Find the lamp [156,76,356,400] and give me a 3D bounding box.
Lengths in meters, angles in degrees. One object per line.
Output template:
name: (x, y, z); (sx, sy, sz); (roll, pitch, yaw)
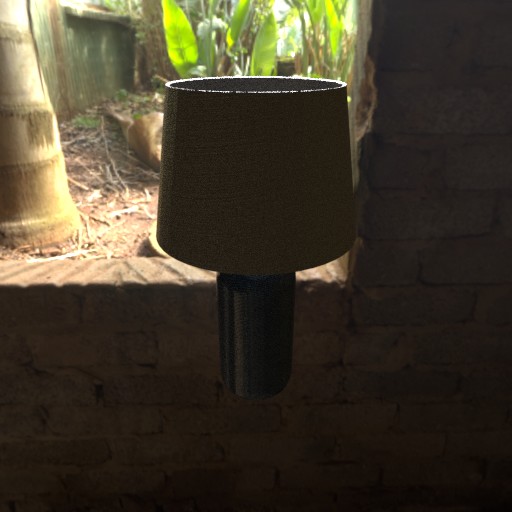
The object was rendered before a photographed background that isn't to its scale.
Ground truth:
lamp: (0.000, 0.000, 0.587); (0.253, 0.428, 0.253); (0, 26, 0)
